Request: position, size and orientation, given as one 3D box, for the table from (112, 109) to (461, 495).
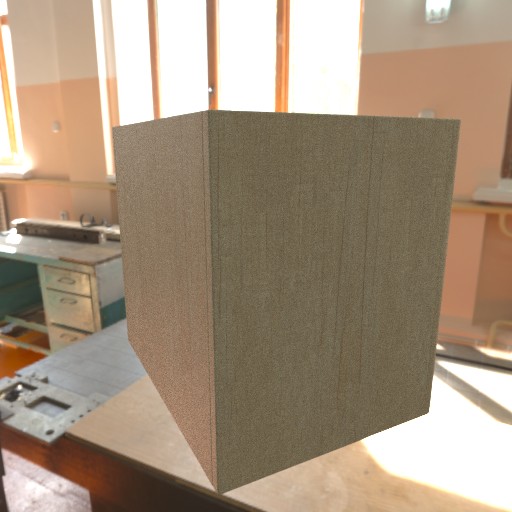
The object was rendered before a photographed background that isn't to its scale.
[{"bbox_3d":[0.000,0.000,0.890,0.420,0.510,0.570,-7,16,-27],"label":"table"}]
